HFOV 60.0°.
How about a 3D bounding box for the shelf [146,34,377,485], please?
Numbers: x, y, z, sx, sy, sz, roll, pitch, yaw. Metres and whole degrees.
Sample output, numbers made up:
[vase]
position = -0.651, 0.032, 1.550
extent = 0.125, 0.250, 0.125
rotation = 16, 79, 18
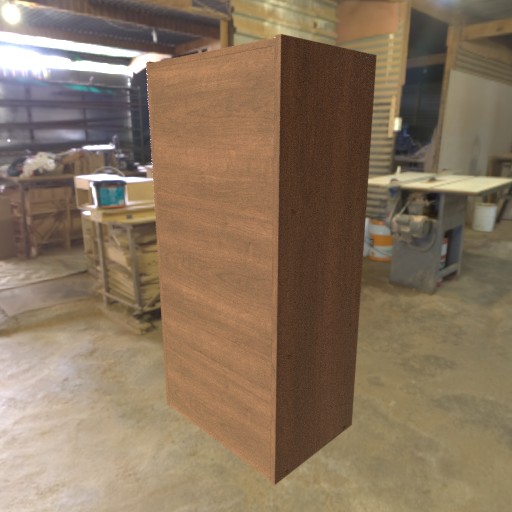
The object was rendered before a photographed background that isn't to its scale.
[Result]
[shelf]
position = 0.000, 0.000, 1.069
extent = 0.290, 0.879, 0.414
rotation = -15, 21, -42
